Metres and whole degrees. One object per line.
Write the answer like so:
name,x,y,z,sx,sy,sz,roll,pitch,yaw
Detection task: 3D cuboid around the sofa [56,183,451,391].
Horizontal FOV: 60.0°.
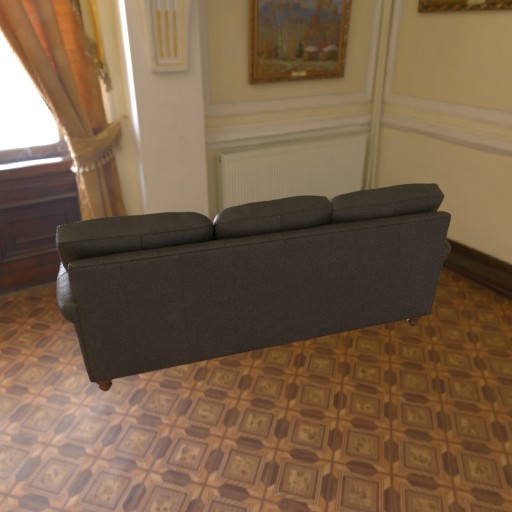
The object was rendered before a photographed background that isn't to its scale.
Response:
sofa,0.000,0.000,2.914,2.387,0.977,0.974,-8,29,-15
